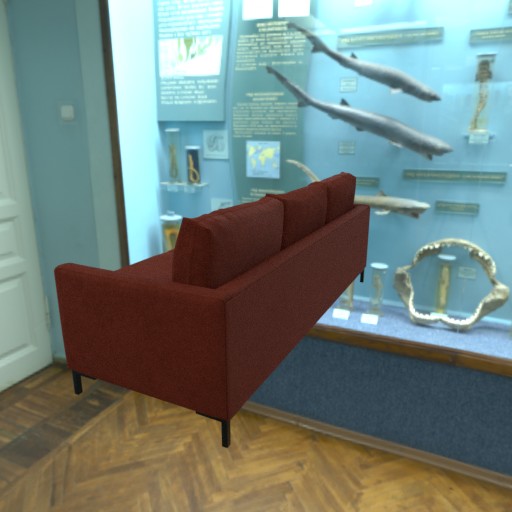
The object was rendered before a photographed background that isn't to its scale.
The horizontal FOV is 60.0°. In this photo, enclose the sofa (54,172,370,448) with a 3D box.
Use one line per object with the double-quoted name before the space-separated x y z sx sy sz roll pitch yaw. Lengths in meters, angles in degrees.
"sofa" 0.000 0.000 2.705 0.875 0.879 2.252 8 18 26
